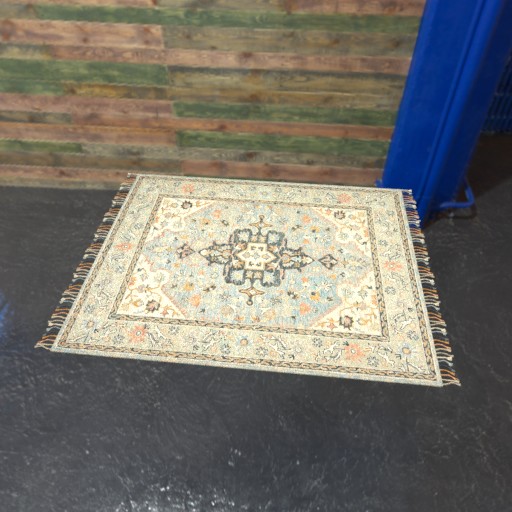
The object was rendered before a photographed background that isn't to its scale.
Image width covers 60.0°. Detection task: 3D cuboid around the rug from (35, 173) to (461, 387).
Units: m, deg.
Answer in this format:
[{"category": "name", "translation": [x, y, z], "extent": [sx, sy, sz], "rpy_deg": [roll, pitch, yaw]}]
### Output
[{"category": "rug", "translation": [0.000, 0.000, 2.225], "extent": [1.730, 0.009, 1.278], "rpy_deg": [4, 45, 4]}]
